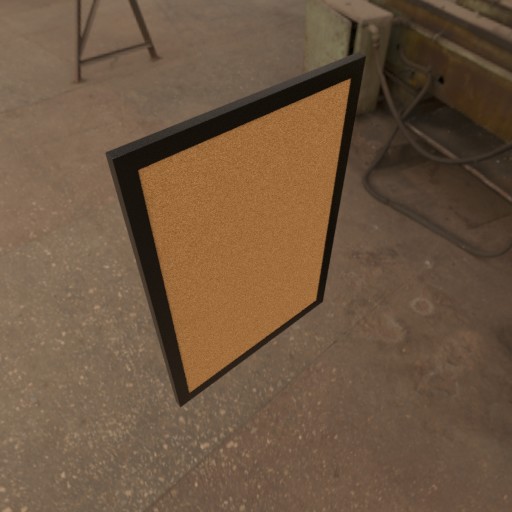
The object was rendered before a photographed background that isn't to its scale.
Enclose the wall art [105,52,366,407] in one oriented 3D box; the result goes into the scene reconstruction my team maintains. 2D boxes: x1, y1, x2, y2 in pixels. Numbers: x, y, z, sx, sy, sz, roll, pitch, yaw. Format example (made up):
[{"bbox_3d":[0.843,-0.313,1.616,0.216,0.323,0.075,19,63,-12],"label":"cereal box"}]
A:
[{"bbox_3d":[0.000,0.000,0.869,0.462,0.656,0.019,-32,54,-27],"label":"wall art"}]
